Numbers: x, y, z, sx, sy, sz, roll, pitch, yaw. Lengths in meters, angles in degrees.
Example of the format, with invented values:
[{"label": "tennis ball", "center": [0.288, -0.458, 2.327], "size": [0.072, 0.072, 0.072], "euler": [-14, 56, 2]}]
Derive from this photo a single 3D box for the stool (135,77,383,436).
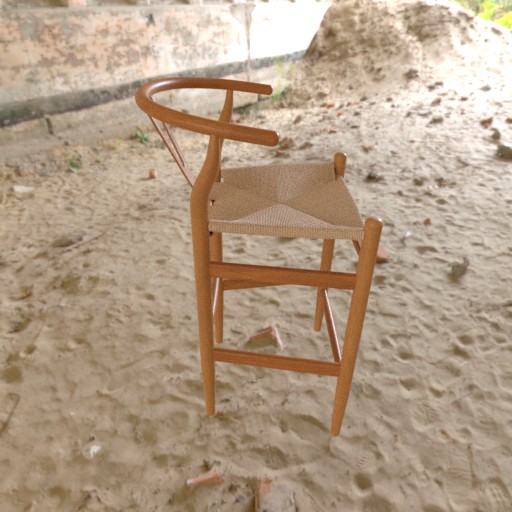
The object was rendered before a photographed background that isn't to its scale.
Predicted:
[{"label": "stool", "center": [0.000, 0.000, 1.331], "size": [0.579, 0.970, 0.569], "euler": [0, 30, 0]}]
